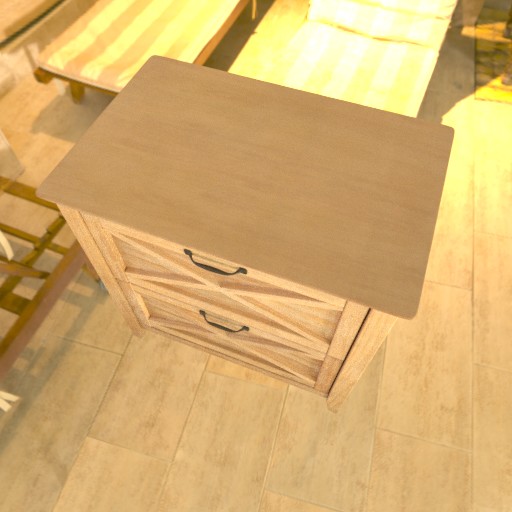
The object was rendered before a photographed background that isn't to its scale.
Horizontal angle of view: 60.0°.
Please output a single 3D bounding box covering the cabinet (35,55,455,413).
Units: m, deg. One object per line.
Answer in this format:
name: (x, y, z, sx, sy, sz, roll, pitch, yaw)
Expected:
cabinet: (0.000, 0.000, 1.256, 0.763, 0.762, 0.503, 18, 59, 11)
